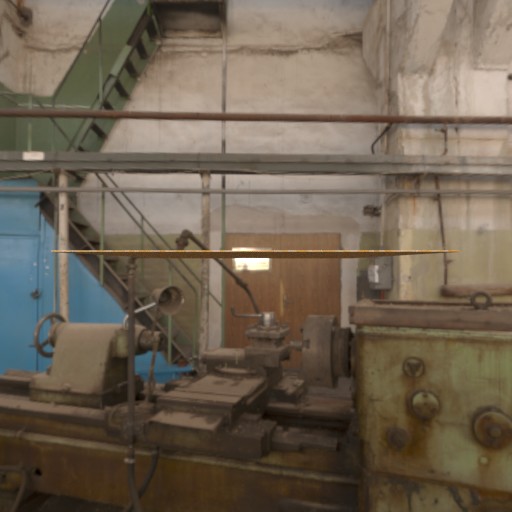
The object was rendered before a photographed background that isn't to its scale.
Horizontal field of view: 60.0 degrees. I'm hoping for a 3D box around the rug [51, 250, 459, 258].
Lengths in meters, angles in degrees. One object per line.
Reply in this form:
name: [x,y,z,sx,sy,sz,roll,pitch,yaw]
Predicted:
rug: [0.000,0.000,4.150,2.433,0.011,3.037,0,-1,0]
